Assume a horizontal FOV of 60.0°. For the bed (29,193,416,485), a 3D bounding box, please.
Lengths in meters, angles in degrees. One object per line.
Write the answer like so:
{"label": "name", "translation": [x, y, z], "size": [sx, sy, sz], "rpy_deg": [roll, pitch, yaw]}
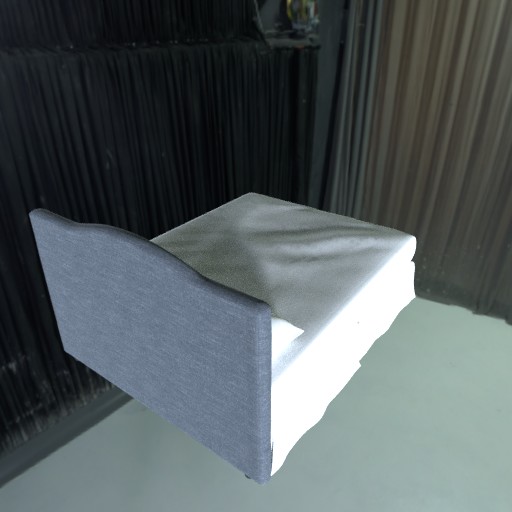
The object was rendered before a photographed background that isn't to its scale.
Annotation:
{"label": "bed", "translation": [0.000, 0.000, 3.861], "size": [2.161, 1.457, 2.689], "rpy_deg": [20, 35, 31]}
